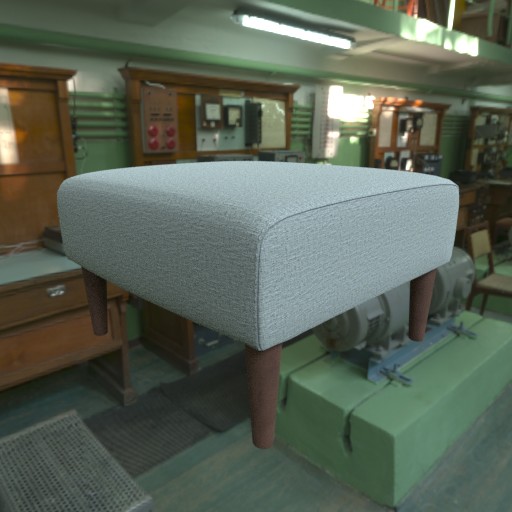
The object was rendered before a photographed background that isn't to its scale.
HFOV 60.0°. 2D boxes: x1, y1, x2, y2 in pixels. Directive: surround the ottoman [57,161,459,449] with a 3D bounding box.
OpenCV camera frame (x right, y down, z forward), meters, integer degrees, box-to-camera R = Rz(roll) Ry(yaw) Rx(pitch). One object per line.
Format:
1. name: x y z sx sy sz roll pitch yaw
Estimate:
1. ottoman: 0.000 0.000 1.008 0.649 0.398 0.650 -15 22 -43
